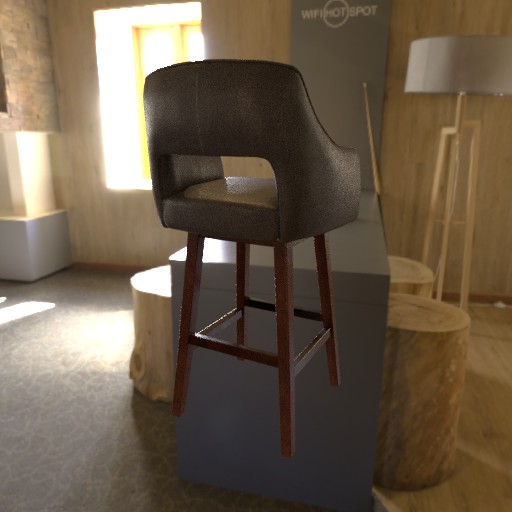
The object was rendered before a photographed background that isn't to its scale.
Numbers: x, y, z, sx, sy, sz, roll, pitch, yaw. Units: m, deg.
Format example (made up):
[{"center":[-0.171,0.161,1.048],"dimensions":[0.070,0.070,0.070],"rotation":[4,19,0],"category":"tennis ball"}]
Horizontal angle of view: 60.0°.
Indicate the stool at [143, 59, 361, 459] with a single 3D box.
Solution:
[{"center":[0.000,0.000,1.358],"dimensions":[0.550,1.041,0.560],"rotation":[8,18,27],"category":"stool"}]
